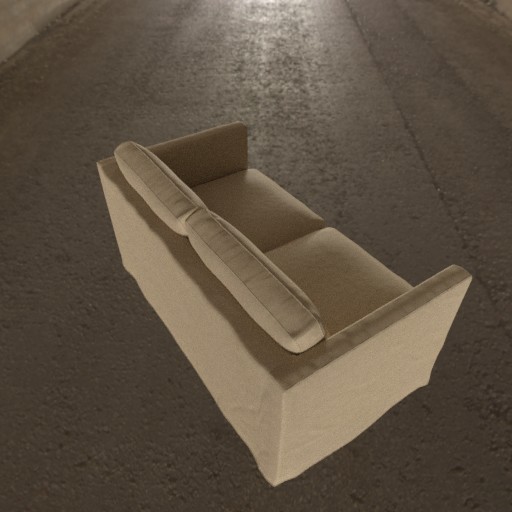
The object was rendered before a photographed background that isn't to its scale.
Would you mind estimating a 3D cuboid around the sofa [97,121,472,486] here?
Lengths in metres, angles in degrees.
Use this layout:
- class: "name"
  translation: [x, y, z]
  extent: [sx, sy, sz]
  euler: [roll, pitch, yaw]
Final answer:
- class: "sofa"
  translation: [0.000, 0.000, 2.234]
  extent: [0.962, 0.835, 1.719]
  euler: [-24, 47, -25]
